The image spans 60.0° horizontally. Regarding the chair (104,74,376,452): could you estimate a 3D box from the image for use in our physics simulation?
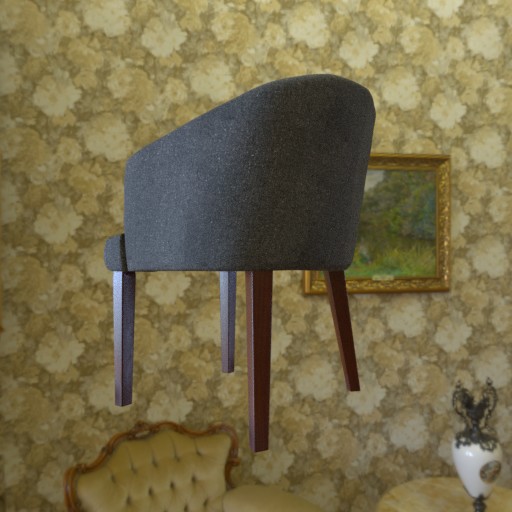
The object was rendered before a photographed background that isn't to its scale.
[{"bbox_3d":[0.000,0.000,1.236,0.655,0.811,0.583,-1,-1,35],"label":"chair"}]
